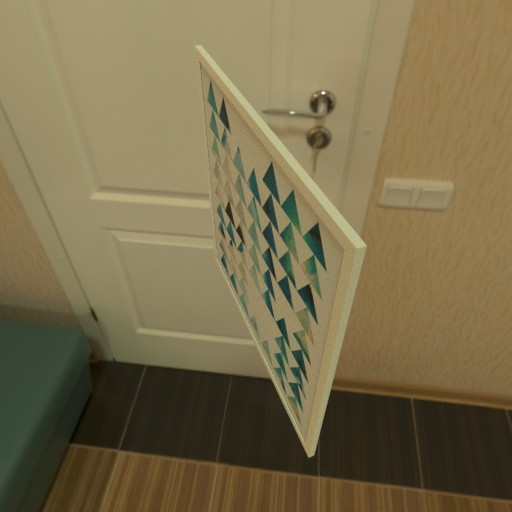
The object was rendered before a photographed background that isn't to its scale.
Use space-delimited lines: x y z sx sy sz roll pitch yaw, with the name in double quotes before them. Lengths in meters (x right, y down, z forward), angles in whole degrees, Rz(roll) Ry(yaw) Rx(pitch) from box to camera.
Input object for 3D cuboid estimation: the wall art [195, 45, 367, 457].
"wall art" 0.000 0.000 0.819 0.012 0.557 0.557 -16 48 -15
